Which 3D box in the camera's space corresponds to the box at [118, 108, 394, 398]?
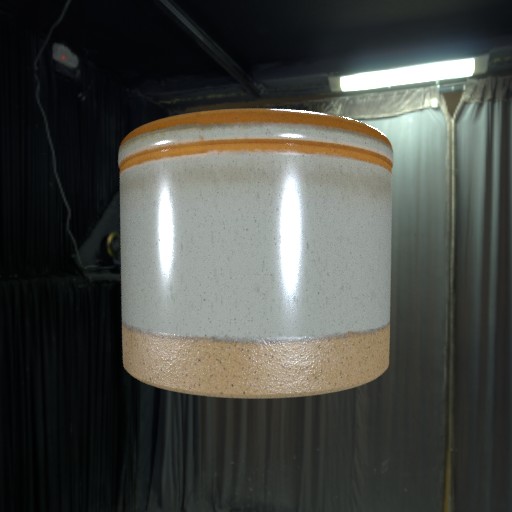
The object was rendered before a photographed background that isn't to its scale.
[{"bbox_3d":[0.000,0.000,0.207,0.123,0.100,0.123,0,0,0],"label":"box"}]
